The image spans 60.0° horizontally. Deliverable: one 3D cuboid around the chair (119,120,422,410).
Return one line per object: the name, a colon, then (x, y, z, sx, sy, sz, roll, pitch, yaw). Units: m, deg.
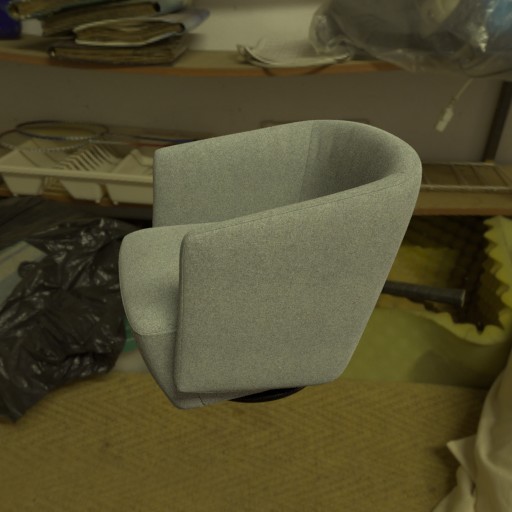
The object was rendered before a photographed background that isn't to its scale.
chair: (0.000, 0.000, 1.655, 0.986, 0.861, 0.822, -9, 31, -14)
